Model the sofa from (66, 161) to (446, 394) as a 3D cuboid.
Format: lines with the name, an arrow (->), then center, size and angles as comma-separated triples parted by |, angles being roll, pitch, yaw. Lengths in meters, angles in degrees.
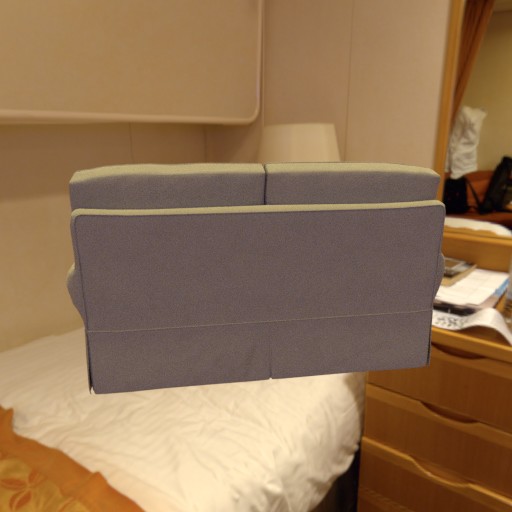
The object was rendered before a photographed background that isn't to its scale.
sofa -> 0.000, 0.000, 2.392 | 1.823, 1.024, 0.841 | -2, 16, -9
